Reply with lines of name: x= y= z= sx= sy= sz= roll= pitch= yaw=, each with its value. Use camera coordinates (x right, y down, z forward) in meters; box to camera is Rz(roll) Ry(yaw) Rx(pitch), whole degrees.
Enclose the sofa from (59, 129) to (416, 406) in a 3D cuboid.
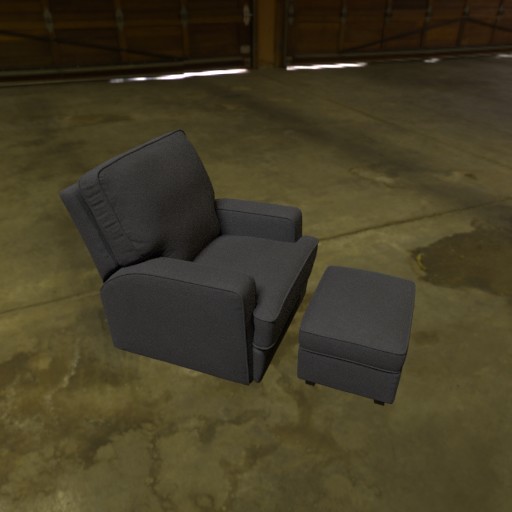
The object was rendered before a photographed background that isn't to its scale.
sofa: x=0.000 y=0.000 z=2.089 sx=1.472 sy=0.959 sz=0.861 roll=11 pitch=33 yaw=18
